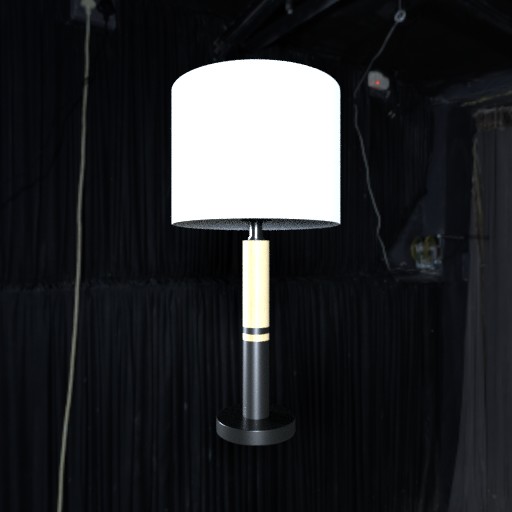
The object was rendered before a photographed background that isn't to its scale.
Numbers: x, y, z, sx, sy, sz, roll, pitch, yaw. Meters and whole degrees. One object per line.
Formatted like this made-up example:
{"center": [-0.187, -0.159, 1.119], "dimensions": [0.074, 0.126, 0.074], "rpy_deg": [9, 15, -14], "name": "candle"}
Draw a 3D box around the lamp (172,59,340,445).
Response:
{"center": [0.000, 0.000, 0.818], "dimensions": [0.305, 0.640, 0.305], "rpy_deg": [0, 0, -36], "name": "lamp"}
